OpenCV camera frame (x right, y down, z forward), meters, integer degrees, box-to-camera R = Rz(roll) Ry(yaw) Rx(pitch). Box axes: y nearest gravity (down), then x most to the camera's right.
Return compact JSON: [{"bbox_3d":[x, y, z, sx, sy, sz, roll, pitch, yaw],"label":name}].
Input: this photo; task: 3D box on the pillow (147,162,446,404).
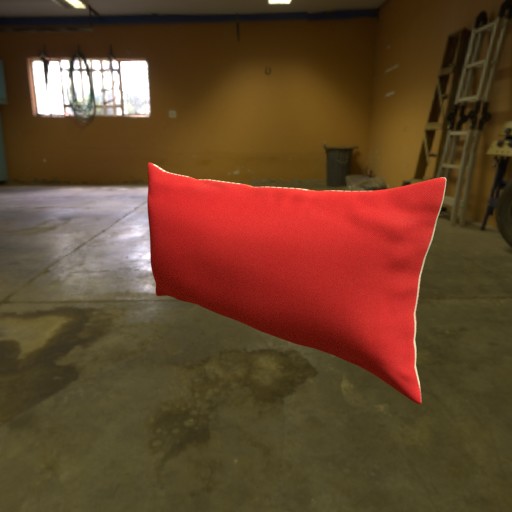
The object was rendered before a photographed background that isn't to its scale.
[{"bbox_3d":[0.000,0.000,0.751,0.608,0.297,0.151,14,20,42],"label":"pillow"}]
